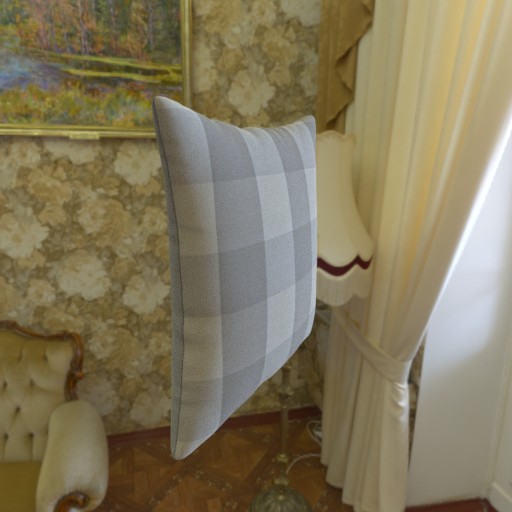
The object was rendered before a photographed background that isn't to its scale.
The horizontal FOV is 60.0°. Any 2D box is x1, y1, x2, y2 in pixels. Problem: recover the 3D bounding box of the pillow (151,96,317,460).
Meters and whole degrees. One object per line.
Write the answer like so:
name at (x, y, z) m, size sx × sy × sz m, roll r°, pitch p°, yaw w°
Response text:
pillow at (0.000, 0.000, 0.803) m, size 0.161 × 0.509 × 0.511 m, roll 8°, pitch 17°, yaw 27°
